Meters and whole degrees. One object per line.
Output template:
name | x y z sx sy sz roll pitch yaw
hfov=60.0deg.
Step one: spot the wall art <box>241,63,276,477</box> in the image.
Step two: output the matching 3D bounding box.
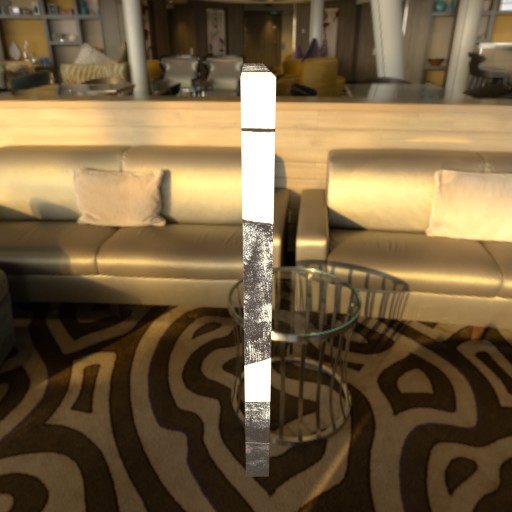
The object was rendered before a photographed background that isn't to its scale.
wall art | 0.000 0.000 0.781 0.039 0.610 0.407 0 25 -1
